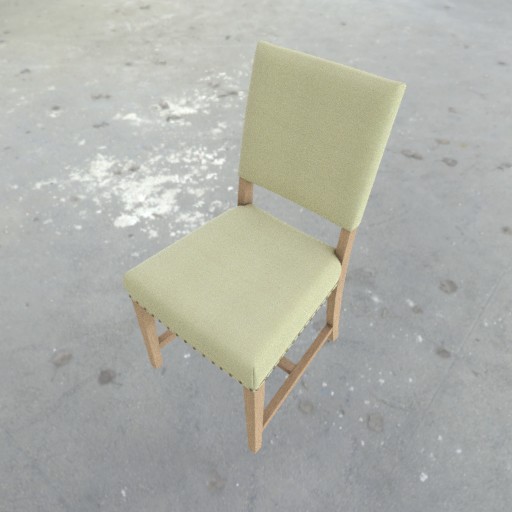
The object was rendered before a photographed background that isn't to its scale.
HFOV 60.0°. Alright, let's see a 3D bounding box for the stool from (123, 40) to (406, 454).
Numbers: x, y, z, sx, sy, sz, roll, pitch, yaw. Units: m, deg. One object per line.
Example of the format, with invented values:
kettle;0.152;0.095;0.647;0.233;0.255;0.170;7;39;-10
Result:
stool;0.000;0.000;1.323;0.508;0.986;0.623;31;52;27
